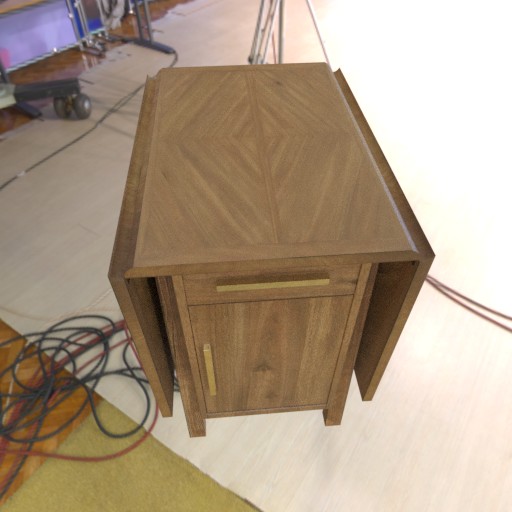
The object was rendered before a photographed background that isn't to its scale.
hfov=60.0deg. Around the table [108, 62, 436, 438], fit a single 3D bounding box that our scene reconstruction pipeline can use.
[{"bbox_3d":[0.000,0.000,1.612,0.701,0.981,0.967,-3,46,-3],"label":"table"}]
